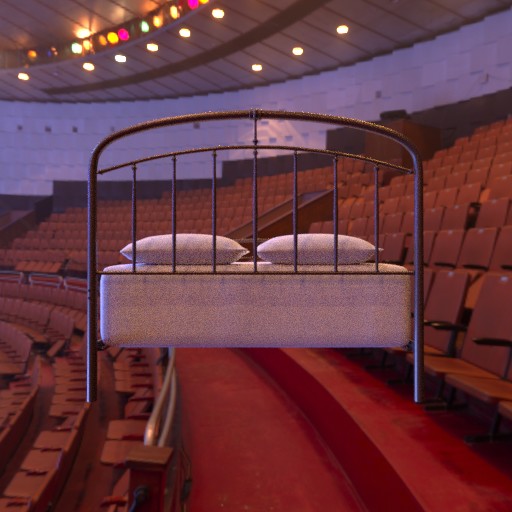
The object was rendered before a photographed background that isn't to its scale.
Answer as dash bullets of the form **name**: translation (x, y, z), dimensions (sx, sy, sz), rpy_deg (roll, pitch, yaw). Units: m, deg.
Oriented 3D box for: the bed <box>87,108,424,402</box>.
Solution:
- **bed**: translation (0.000, 0.000, 3.289), dimensions (1.711, 1.475, 2.168), rpy_deg (0, -1, 0)
